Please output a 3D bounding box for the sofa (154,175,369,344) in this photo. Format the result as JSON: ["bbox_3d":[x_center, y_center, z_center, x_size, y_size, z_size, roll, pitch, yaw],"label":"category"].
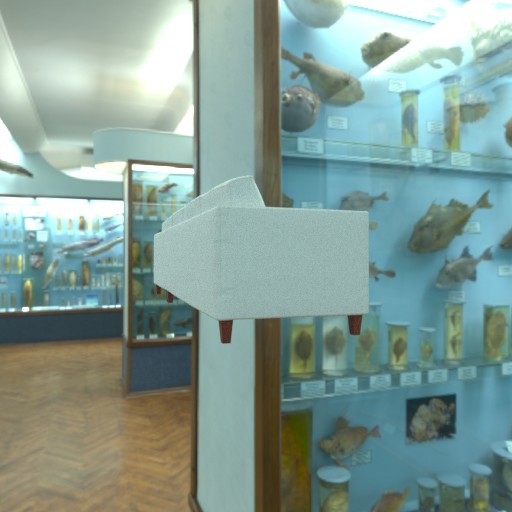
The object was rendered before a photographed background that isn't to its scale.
[{"bbox_3d":[0.000,0.000,4.232,1.606,0.954,3.471,0,0,-19],"label":"sofa"}]
